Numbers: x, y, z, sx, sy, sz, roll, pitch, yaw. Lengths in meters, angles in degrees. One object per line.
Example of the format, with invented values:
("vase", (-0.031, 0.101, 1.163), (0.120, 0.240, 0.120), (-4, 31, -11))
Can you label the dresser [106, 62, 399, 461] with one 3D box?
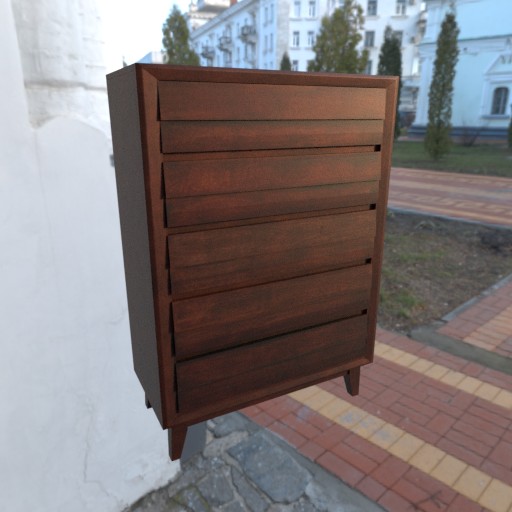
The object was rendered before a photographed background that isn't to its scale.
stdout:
("dresser", (0.000, 0.000, 2.001), (1.072, 1.514, 0.506), (-9, 20, -26))
